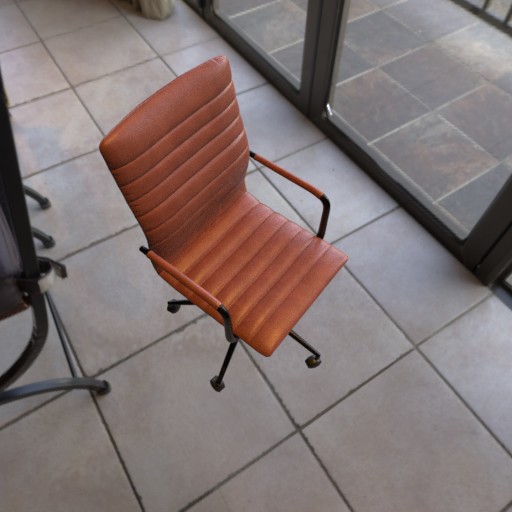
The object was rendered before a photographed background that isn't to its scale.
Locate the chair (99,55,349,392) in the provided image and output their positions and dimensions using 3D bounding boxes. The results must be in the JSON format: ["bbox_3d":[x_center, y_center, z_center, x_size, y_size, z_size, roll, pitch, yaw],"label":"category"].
[{"bbox_3d":[0.000,0.000,1.293,0.578,0.878,0.600,34,64,19],"label":"chair"}]
